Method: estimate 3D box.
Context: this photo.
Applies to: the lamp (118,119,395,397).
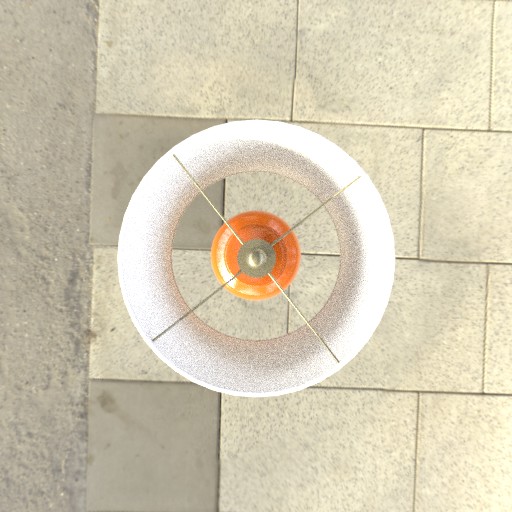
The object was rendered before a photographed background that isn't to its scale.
[{"bbox_3d":[0.000,0.000,1.101,0.418,0.871,0.418,0,91,0],"label":"lamp"}]
